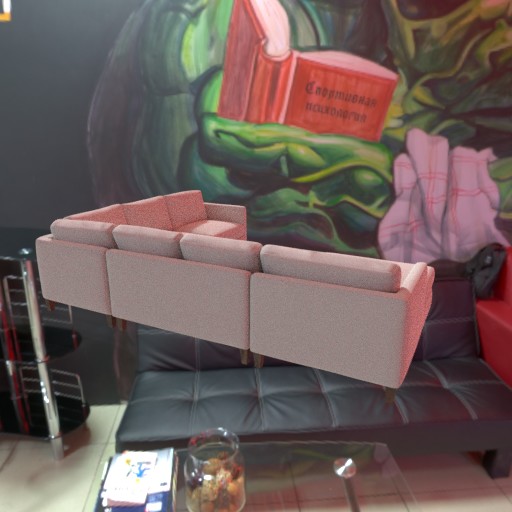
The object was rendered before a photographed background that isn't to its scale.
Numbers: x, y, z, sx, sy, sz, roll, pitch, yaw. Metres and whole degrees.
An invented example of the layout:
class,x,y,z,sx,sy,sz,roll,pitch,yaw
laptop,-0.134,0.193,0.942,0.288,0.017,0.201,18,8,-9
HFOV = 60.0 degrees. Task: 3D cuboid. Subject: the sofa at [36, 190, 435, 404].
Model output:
class,x,y,z,sx,sy,sz,roll,pitch,yaw
sofa,0.000,0.000,4.588,3.459,0.956,2.593,8,18,26
